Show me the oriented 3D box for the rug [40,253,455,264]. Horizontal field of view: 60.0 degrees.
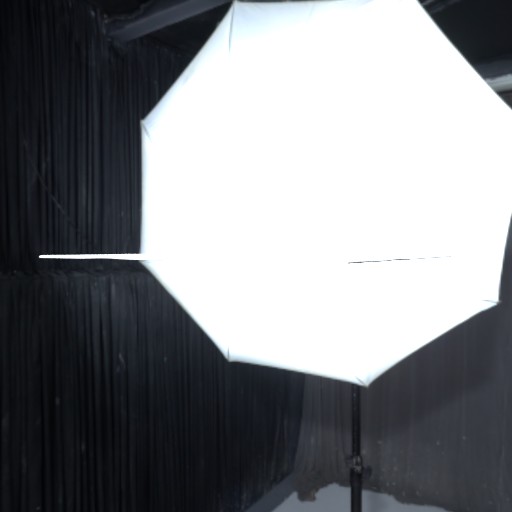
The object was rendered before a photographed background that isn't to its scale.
[{"bbox_3d":[0.000,0.000,0.892,0.639,0.006,0.548,1,1,36],"label":"rug"}]
